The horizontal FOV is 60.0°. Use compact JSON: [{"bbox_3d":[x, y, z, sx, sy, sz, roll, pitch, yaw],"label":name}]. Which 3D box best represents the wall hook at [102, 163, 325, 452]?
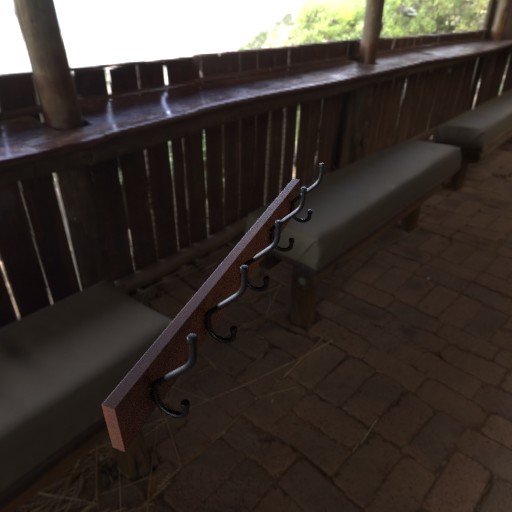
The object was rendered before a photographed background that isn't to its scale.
[{"bbox_3d":[0.000,0.000,0.607,0.071,0.117,0.571,11,33,18],"label":"wall hook"}]
